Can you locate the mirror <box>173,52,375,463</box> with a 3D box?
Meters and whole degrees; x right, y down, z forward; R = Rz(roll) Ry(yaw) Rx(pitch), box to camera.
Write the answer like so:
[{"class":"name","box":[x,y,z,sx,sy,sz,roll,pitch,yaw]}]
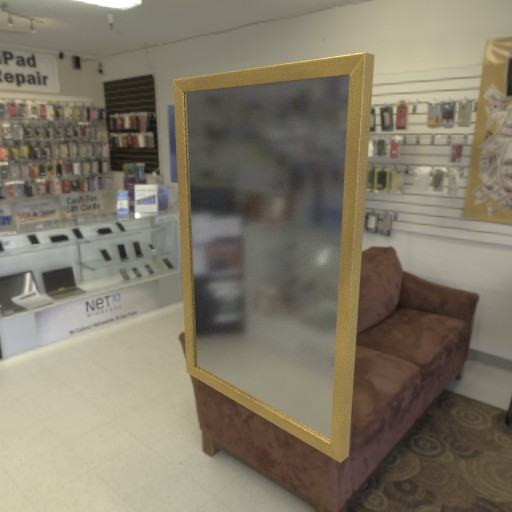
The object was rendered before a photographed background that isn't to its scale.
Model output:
[{"class":"mirror","box":[0.000,0.000,1.170,0.609,0.915,0.040,14,21,42]}]
